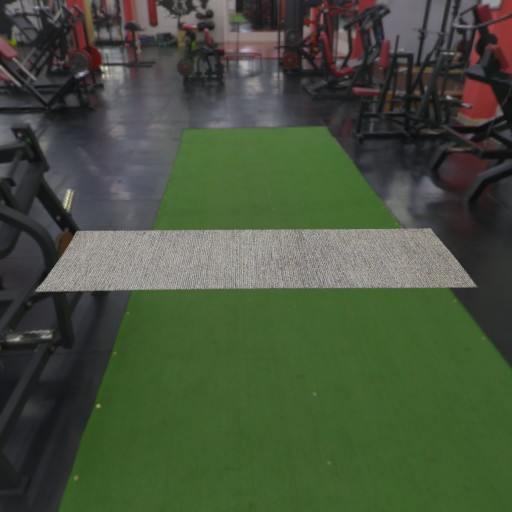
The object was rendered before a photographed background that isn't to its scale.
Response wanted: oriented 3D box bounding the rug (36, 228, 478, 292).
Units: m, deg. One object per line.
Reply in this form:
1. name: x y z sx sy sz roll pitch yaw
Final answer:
1. rug: 0.000 0.000 2.618 2.335 0.013 0.697 0 30 -1
